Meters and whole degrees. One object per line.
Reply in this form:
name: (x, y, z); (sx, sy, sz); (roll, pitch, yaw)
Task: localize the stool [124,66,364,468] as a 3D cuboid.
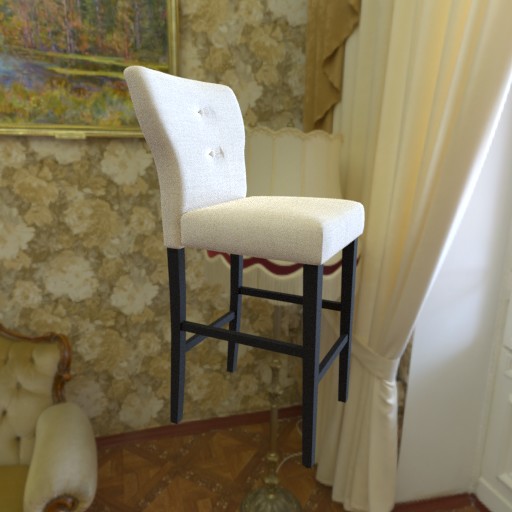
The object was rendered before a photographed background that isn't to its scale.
stool: (0.000, 0.000, 1.440); (0.603, 1.124, 0.516); (7, 16, 26)
